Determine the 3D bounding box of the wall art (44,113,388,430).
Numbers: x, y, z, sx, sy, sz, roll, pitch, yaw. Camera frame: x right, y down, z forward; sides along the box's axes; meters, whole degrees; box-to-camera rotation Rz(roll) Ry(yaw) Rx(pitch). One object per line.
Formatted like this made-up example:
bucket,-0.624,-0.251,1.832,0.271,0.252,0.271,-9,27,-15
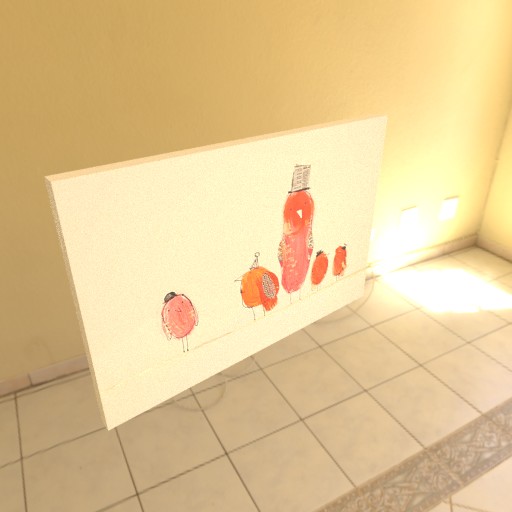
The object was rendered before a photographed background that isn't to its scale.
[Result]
wall art,0.000,0.000,1.156,0.914,0.609,0.038,-21,35,-33
